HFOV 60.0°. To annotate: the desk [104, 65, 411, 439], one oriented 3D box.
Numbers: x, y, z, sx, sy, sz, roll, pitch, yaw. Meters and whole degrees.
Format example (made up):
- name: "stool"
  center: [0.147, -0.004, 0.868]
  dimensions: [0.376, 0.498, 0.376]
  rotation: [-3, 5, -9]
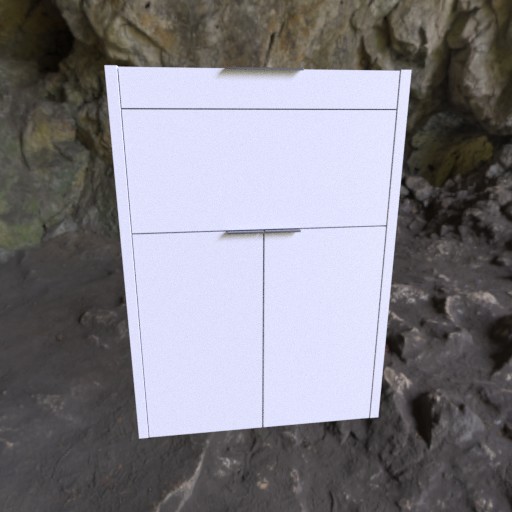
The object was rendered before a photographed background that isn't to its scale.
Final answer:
- name: "desk"
  center: [0.000, 0.000, 1.560]
  dimensions: [0.850, 1.190, 0.390]
  rotation: [-2, 17, -7]
